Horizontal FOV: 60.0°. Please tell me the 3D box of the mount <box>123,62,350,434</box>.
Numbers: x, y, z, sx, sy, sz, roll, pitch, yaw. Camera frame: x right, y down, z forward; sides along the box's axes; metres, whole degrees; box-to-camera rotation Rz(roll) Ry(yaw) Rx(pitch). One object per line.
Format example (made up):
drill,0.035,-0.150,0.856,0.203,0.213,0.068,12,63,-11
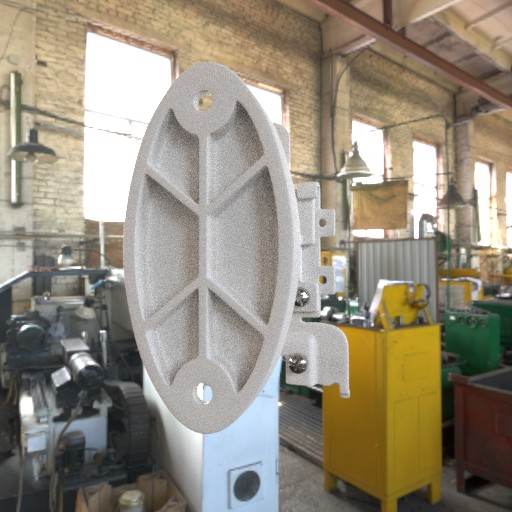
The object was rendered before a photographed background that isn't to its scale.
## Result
mount,0.000,0.000,0.172,0.066,0.118,0.100,0,-1,17
